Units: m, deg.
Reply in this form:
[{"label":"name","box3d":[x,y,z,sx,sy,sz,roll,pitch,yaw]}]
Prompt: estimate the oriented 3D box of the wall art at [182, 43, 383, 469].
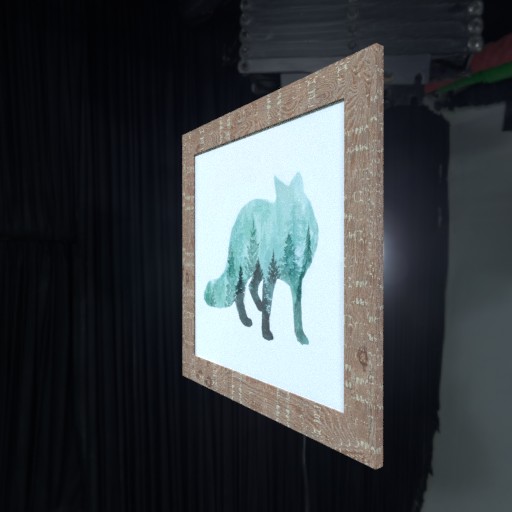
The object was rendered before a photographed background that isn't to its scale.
[{"label":"wall art","box3d":[0.000,0.000,0.558,0.012,0.384,0.384,0,0,-36]}]
